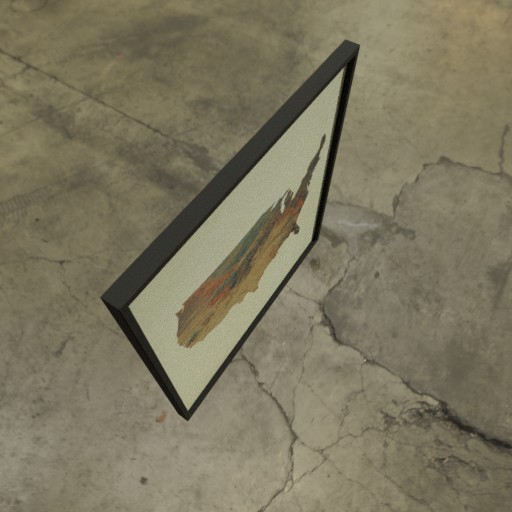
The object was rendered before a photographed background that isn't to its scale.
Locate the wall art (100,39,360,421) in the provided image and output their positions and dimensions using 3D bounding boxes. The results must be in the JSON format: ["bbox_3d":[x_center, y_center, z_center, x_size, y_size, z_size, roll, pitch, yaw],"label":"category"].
[{"bbox_3d":[0.000,0.000,1.130,0.038,0.762,0.762,30,63,17],"label":"wall art"}]
